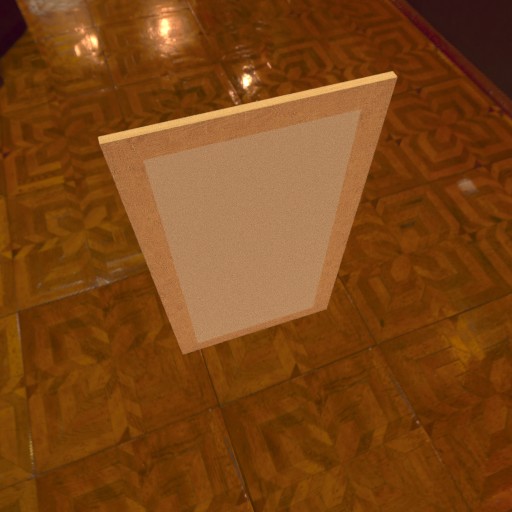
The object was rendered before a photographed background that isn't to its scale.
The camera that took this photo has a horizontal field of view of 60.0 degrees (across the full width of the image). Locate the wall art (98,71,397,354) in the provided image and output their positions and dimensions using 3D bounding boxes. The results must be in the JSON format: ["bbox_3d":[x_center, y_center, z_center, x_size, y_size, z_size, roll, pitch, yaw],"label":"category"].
[{"bbox_3d":[0.000,0.000,0.829,0.381,0.683,0.013,-16,59,-10],"label":"wall art"}]
